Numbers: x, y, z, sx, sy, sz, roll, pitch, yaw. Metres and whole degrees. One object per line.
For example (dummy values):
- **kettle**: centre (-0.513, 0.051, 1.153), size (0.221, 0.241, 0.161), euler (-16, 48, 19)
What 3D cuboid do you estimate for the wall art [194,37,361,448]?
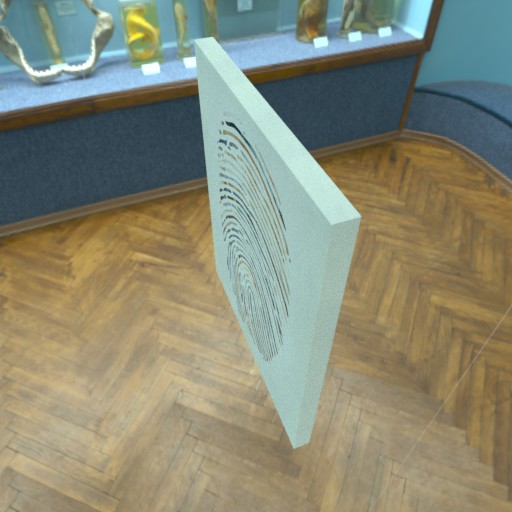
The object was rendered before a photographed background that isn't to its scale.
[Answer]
- **wall art**: centre (0.000, 0.000, 0.831), size (0.037, 0.606, 0.508), euler (-16, 49, -14)
